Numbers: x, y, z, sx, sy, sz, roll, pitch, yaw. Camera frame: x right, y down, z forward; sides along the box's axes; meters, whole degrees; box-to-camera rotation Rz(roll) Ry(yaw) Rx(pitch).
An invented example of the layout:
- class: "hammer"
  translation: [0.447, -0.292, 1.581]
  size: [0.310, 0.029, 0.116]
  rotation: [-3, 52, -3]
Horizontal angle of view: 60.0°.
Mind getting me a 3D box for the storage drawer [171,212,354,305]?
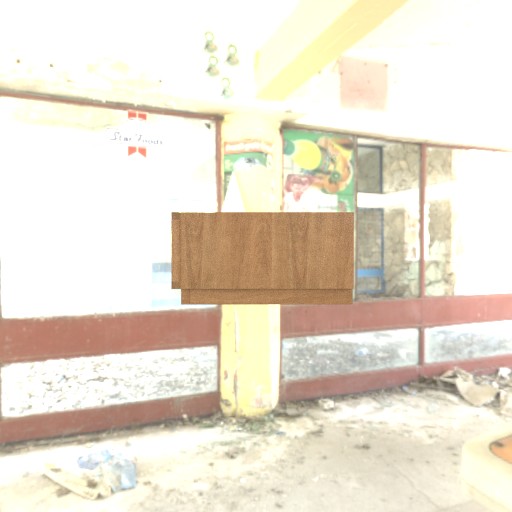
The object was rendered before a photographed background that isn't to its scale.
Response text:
- class: "storage drawer"
  translation: [0.000, 0.000, 2.270]
  size: [0.538, 0.264, 2.032]
  rotation: [0, 0, -1]
